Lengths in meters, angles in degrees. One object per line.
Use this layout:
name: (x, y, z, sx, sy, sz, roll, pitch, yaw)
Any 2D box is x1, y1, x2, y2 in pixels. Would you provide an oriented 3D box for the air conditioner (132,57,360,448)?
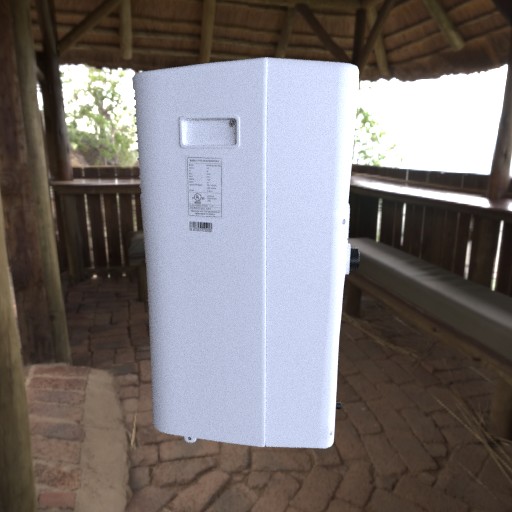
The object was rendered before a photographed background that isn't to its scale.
air conditioner: (0.000, 0.000, 0.794, 0.349, 0.606, 0.304, 2, 14, 9)
